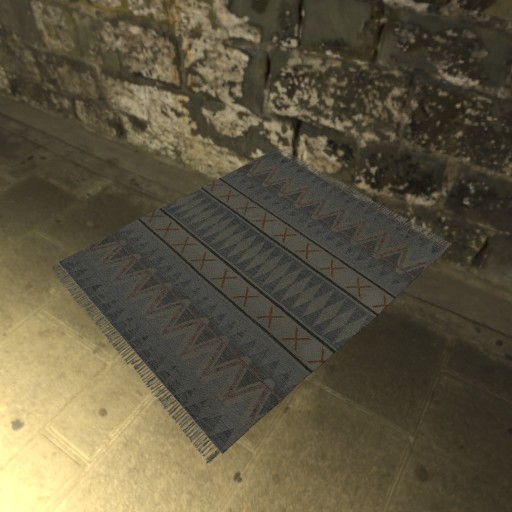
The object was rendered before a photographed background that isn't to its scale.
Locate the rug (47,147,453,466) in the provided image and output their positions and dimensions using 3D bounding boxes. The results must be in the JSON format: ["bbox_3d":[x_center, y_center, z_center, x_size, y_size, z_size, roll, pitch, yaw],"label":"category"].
[{"bbox_3d":[0.000,0.000,4.124,3.000,0.012,2.371,-34,54,-28],"label":"rug"}]
